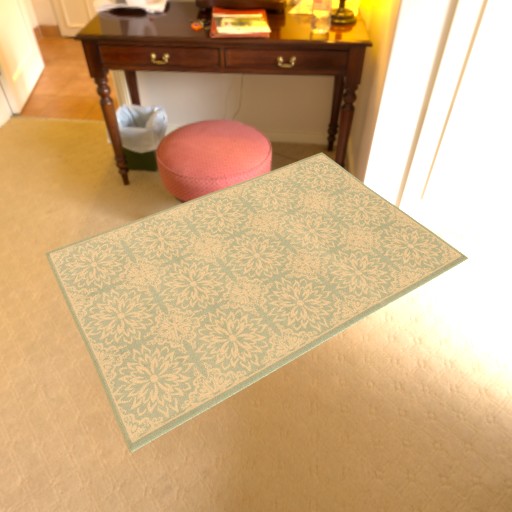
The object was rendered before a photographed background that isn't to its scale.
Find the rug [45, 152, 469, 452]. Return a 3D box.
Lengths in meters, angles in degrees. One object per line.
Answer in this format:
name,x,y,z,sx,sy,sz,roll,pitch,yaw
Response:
rug,0.000,0.000,3.437,2.746,0.018,1.819,-24,49,-23
